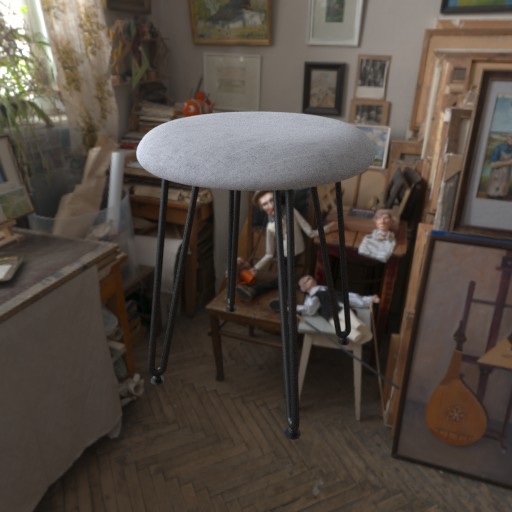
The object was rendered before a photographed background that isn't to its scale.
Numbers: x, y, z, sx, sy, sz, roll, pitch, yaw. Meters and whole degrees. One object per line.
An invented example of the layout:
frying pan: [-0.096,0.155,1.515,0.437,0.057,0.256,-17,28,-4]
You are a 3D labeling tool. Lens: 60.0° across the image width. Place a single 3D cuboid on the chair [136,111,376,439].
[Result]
chair: [0.000,0.000,0.658,0.350,0.386,0.350,-8,27,-16]
